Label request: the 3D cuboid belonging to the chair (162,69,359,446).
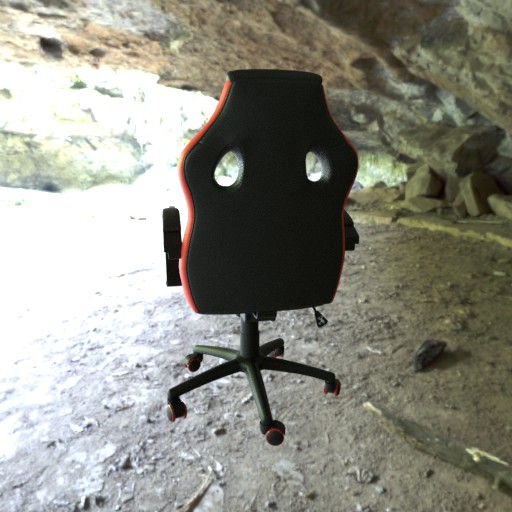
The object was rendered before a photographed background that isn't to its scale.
[{"bbox_3d":[0.000,0.000,1.402,0.600,1.016,0.642,-3,14,-11],"label":"chair"}]
